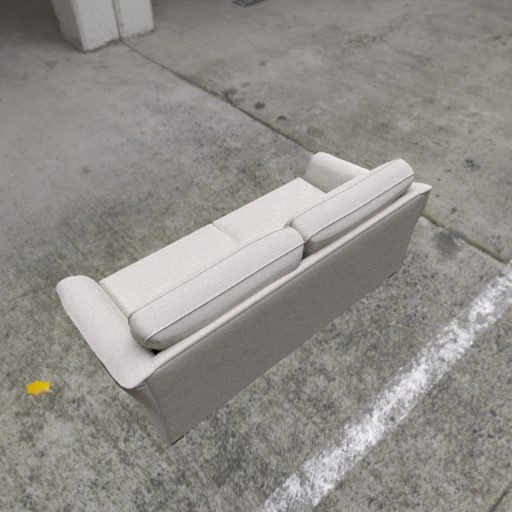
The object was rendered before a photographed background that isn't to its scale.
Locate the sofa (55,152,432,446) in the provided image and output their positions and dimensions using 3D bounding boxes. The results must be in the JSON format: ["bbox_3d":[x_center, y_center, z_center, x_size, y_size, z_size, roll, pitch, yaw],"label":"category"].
[{"bbox_3d":[0.000,0.000,2.835,2.270,0.965,0.980,-31,52,-28],"label":"sofa"}]
